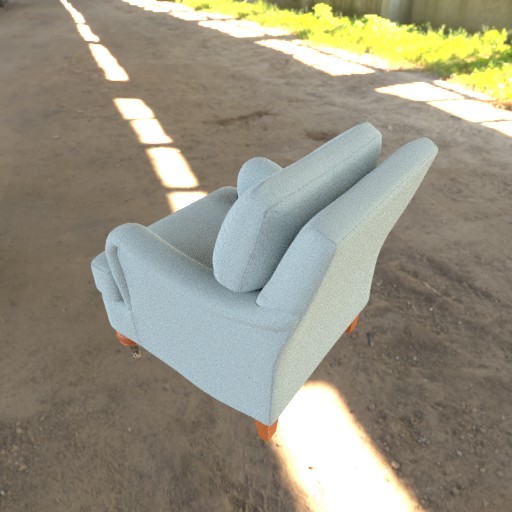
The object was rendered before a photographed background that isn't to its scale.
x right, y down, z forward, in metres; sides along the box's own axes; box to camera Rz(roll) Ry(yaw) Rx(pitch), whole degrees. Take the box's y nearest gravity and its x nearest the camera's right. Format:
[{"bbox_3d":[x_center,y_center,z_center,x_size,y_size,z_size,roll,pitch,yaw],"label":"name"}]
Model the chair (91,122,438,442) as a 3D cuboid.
[{"bbox_3d":[0.000,0.000,1.854,1.070,1.038,0.955,21,38,29],"label":"chair"}]
